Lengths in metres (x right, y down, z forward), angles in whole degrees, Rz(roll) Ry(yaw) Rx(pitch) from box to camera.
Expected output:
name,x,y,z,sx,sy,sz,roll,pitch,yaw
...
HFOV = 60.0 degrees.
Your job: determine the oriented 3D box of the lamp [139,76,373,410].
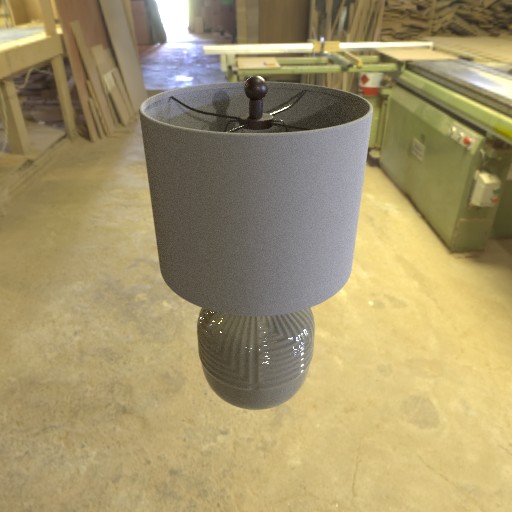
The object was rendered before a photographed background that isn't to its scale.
name,x,y,z,sx,sy,sz,roll,pitch,yaw
lamp,0.000,0.000,0.744,0.318,0.567,0.318,0,31,0
